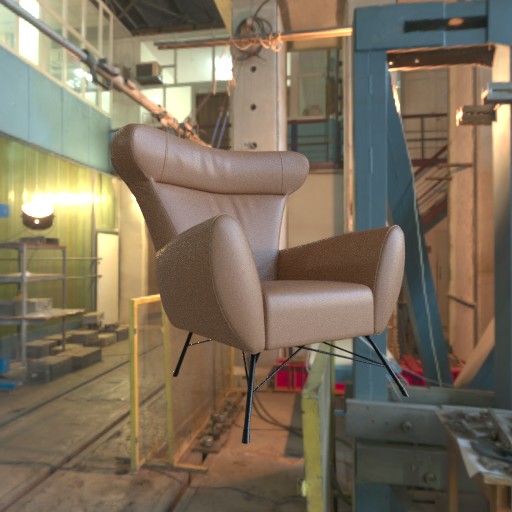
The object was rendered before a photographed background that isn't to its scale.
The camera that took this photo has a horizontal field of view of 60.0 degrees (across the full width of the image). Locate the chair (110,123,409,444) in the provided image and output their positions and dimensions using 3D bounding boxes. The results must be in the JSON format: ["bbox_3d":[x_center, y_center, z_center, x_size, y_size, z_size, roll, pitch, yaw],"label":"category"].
[{"bbox_3d":[0.000,0.000,1.801,0.980,1.050,0.900,0,0,-36],"label":"chair"}]
